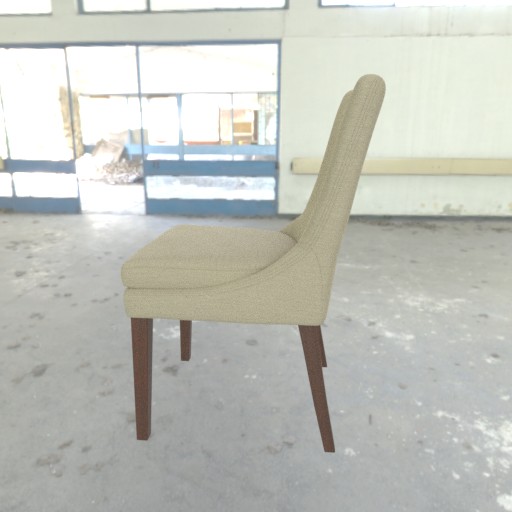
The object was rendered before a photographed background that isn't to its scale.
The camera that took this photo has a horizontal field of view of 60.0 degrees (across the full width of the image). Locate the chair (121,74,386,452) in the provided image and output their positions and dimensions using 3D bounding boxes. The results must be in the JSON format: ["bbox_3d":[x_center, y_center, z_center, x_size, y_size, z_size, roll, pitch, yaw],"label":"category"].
[{"bbox_3d":[0.000,0.000,1.298,0.638,0.940,0.515,2,15,6],"label":"chair"}]
